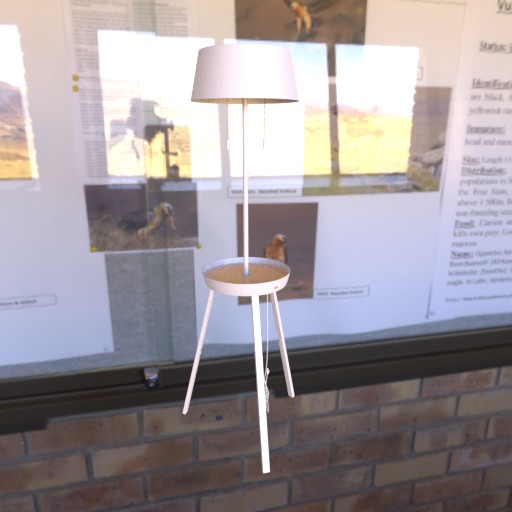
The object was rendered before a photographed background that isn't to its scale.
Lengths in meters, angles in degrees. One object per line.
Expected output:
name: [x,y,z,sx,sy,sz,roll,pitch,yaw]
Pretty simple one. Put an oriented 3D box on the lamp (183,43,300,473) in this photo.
lamp: [0.000,0.000,1.678,0.508,1.429,0.468,16,22,43]
